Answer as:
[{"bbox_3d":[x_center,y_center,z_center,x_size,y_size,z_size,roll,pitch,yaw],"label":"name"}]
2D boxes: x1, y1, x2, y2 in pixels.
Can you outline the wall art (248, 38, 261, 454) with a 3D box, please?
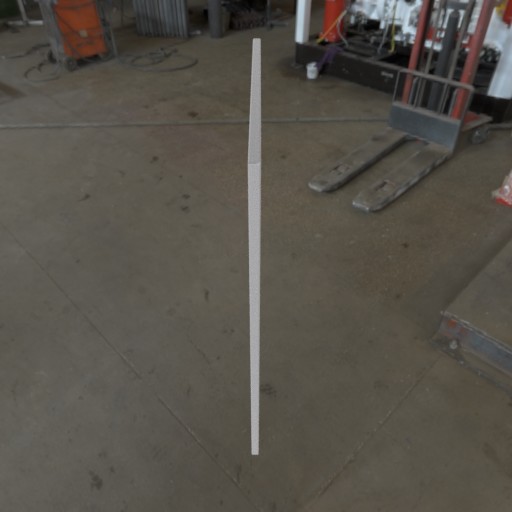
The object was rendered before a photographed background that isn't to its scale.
[{"bbox_3d":[0.000,0.000,0.688,0.012,0.529,0.374,0,41,0],"label":"wall art"}]
